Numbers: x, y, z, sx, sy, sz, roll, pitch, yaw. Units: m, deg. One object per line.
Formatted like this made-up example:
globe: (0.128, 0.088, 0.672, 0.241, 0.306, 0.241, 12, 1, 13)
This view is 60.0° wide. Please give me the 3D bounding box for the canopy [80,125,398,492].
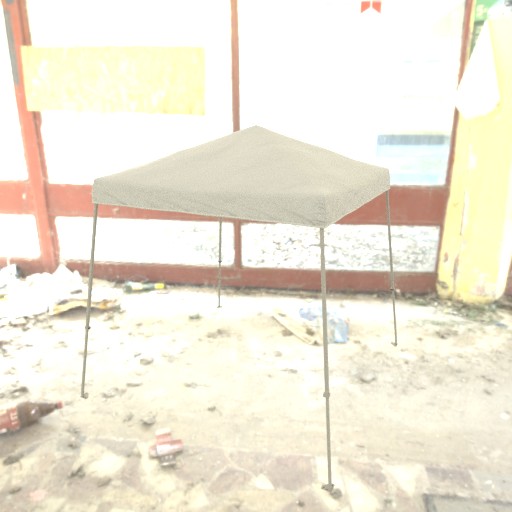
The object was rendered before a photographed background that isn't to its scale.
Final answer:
canopy: (0.000, 0.000, 6.338, 3.599, 3.600, 3.600, 8, 19, 26)
